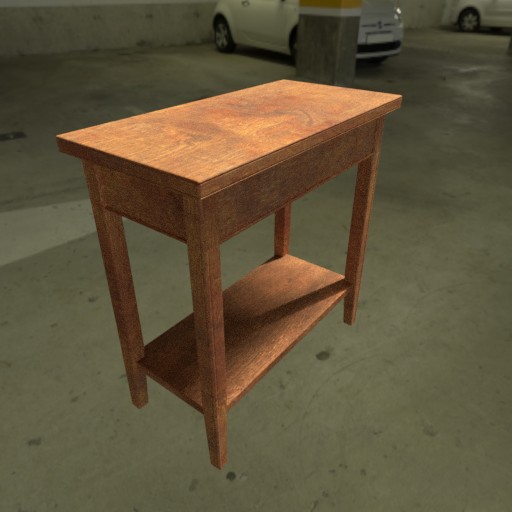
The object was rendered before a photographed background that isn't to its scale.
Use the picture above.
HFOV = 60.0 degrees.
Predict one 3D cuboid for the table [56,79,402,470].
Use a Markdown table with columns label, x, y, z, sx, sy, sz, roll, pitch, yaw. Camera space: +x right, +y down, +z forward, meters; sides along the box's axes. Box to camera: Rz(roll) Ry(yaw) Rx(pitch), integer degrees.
| label | x | y | z | sx | sy | sz | roll | pitch | yaw |
| --- | --- | --- | --- | --- | --- | --- | --- | --- | --- |
| table | 0.000 | 0.000 | 0.961 | 0.305 | 0.610 | 0.610 | 22 | 38 | 32 |
